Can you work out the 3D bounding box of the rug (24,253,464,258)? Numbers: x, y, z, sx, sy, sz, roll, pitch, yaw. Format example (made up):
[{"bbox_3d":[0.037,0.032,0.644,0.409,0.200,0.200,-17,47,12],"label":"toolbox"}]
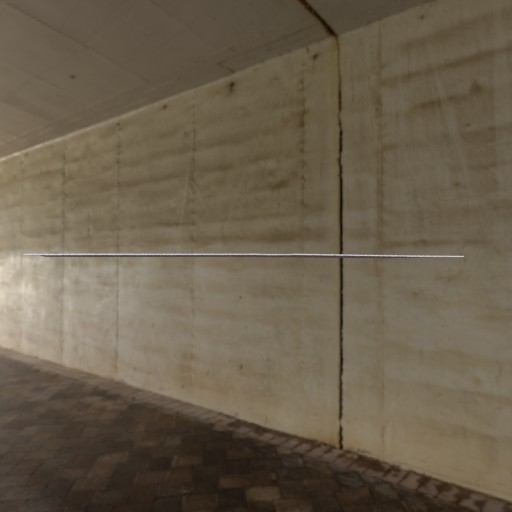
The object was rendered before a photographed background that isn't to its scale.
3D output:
[{"bbox_3d":[0.000,0.000,2.634,2.390,0.014,0.741,0,-1,-18],"label":"rug"}]
